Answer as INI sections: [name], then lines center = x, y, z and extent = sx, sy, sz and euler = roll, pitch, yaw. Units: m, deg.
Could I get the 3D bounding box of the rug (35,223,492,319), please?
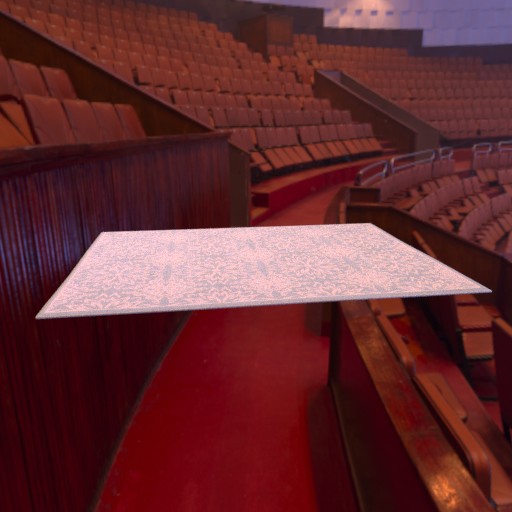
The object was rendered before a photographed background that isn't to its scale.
[rug]
center = 0.000, 0.000, 2.858
extent = 2.205, 0.014, 1.589
euler = -2, 17, -8
